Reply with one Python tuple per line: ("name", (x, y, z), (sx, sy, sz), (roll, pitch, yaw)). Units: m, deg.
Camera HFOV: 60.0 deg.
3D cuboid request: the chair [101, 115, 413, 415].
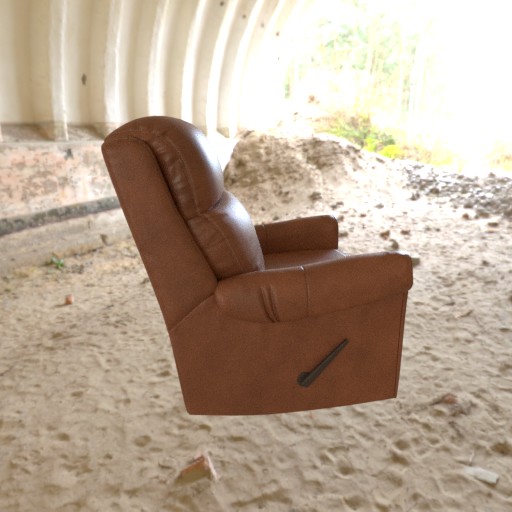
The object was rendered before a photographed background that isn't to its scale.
("chair", (0.000, 0.000, 1.775), (1.014, 1.054, 0.838), (-3, 16, -10))
